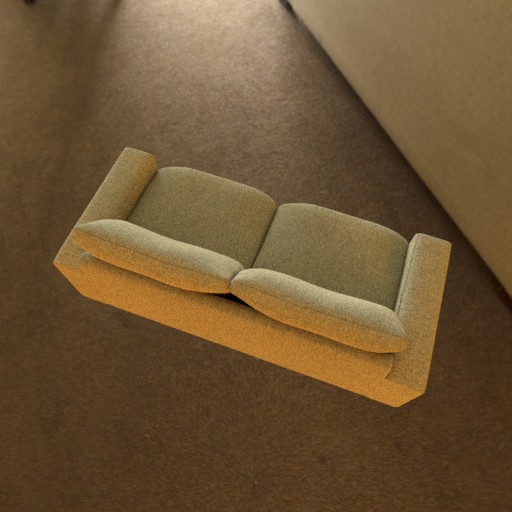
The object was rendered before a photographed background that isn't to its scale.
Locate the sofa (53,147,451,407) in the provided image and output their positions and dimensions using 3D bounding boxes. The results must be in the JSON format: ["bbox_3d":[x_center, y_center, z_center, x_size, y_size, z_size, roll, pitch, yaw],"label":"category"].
[{"bbox_3d":[0.000,0.000,2.858,2.299,0.922,1.040,18,64,9],"label":"sofa"}]
